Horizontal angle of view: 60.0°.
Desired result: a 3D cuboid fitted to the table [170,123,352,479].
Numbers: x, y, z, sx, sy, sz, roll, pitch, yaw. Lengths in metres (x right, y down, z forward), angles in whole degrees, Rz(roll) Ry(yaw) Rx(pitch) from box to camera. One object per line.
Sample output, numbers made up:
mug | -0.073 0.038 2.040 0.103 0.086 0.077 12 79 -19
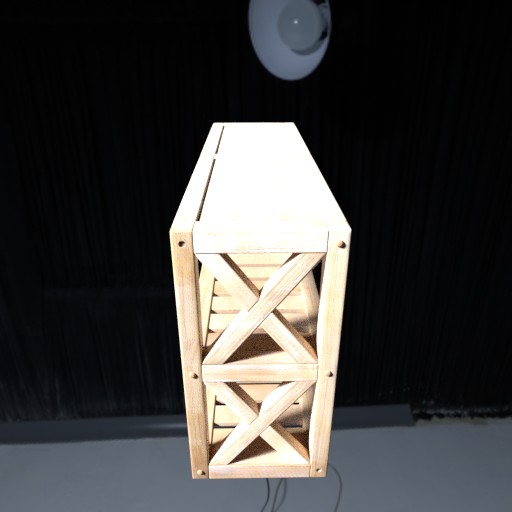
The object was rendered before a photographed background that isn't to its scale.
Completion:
table | 0.000 0.000 1.675 0.381 0.762 1.320 0 26 -1
